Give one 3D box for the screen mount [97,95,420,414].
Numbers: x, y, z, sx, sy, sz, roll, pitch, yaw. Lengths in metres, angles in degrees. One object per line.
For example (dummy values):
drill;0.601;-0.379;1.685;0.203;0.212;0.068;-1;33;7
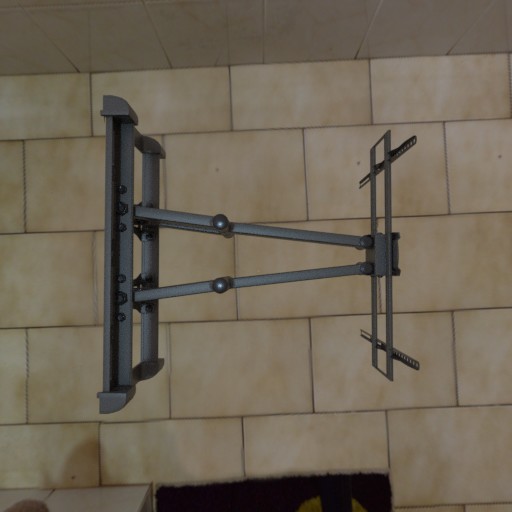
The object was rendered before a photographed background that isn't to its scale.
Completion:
screen mount;0.000;0.000;0.962;0.556;0.424;0.571;0;88;0
